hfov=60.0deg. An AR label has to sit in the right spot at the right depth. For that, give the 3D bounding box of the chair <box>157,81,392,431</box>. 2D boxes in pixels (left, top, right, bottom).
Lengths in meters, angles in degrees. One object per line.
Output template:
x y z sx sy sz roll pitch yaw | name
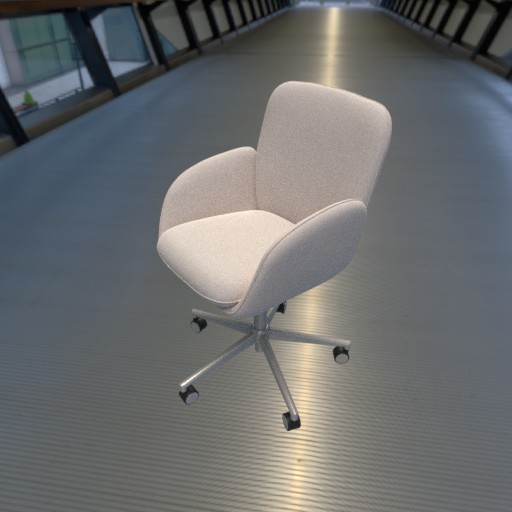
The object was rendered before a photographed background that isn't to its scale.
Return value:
0.000 0.000 1.423 0.633 0.959 0.648 -22 38 -30 | chair
